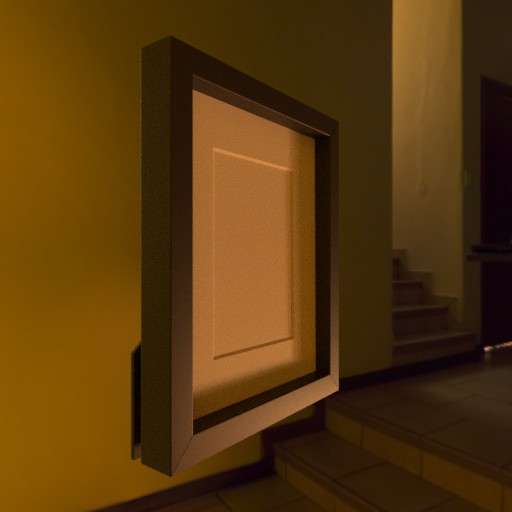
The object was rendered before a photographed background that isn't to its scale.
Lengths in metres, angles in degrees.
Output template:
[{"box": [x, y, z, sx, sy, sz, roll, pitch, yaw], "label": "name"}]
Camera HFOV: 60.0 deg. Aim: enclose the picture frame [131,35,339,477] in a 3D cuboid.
[{"box": [0.000, 0.000, 0.389, 0.042, 0.284, 0.232, 0, 0, 38], "label": "picture frame"}]
